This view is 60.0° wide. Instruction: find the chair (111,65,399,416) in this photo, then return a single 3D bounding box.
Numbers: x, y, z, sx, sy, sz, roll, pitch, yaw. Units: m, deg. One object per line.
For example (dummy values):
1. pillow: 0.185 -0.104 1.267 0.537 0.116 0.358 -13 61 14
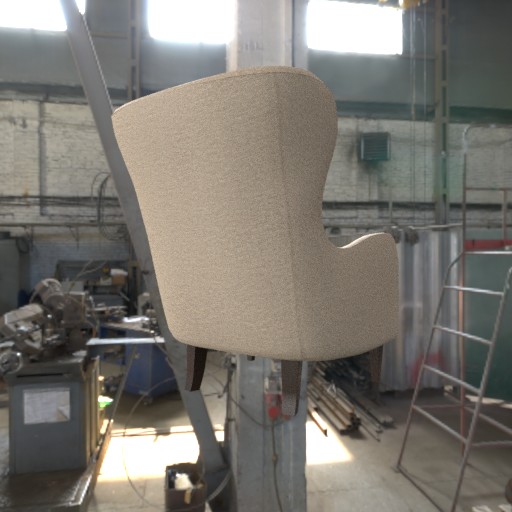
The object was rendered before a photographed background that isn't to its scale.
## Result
1. chair: 0.000 0.000 1.729 0.861 1.064 0.984 0 0 36
